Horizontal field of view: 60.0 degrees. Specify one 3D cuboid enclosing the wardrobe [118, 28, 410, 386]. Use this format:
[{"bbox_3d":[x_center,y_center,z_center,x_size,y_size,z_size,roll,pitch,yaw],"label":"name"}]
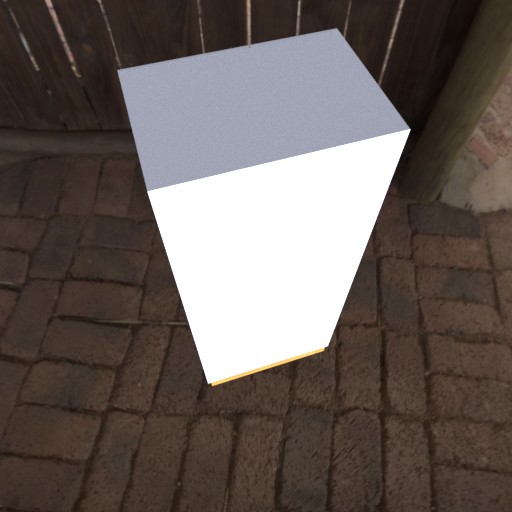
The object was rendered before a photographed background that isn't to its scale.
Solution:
[{"bbox_3d":[0.000,0.000,2.385,0.860,2.040,0.600,-15,59,-9],"label":"wardrobe"}]
